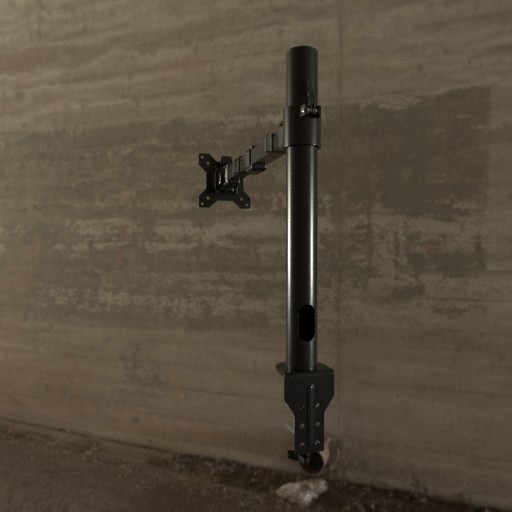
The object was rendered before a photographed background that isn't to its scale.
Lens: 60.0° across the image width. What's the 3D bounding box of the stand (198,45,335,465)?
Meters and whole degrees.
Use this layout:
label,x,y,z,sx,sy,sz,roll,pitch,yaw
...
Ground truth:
label,x,y,z,sx,sy,sz,roll,pitch,yaw
stand,0.000,0.000,0.739,0.115,0.510,0.456,0,1,-17
